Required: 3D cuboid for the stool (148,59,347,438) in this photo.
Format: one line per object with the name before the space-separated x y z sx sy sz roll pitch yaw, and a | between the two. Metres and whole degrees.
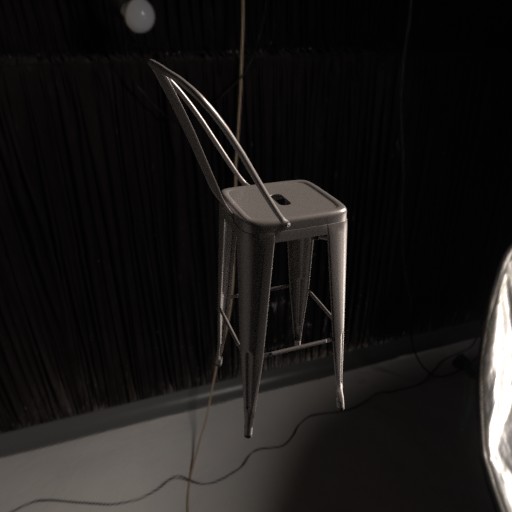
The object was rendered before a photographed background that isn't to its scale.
stool | 0.000 0.000 1.337 0.513 1.096 0.399 -10 29 -17
